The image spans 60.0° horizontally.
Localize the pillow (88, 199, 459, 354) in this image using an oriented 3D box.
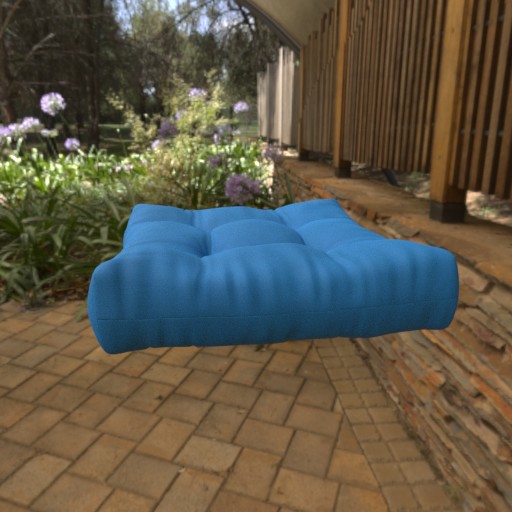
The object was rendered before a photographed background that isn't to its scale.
[{"bbox_3d":[0.000,0.000,0.752,0.468,0.128,0.490,-3,16,-9],"label":"pillow"}]
